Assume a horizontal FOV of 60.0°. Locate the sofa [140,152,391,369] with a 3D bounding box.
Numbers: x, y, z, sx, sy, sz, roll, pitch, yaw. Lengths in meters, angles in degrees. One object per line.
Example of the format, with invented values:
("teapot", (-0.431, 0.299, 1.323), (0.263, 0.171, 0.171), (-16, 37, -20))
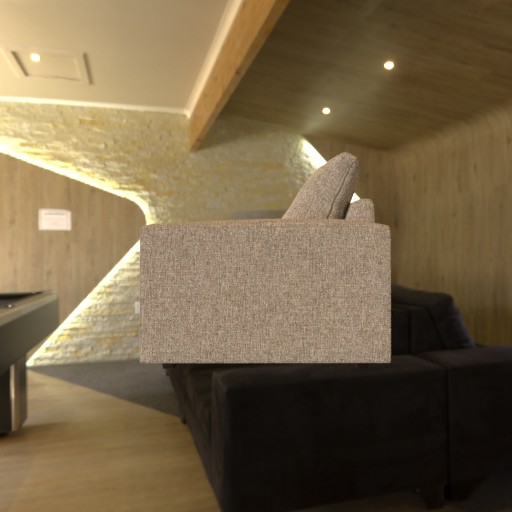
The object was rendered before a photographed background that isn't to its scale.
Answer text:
("sofa", (0.000, 0.000, 2.856), (1.040, 0.922, 2.299), (0, 0, 0))
